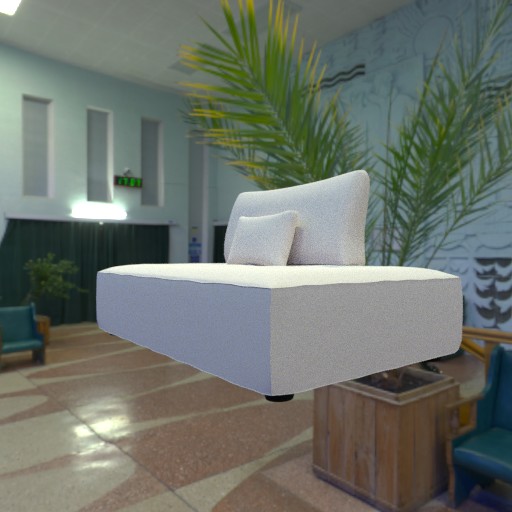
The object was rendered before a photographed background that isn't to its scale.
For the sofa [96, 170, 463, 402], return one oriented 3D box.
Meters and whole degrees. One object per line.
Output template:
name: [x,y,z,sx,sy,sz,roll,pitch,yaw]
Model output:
sofa: [0.000,0.000,2.044,1.000,0.820,1.450,0,0,-37]
